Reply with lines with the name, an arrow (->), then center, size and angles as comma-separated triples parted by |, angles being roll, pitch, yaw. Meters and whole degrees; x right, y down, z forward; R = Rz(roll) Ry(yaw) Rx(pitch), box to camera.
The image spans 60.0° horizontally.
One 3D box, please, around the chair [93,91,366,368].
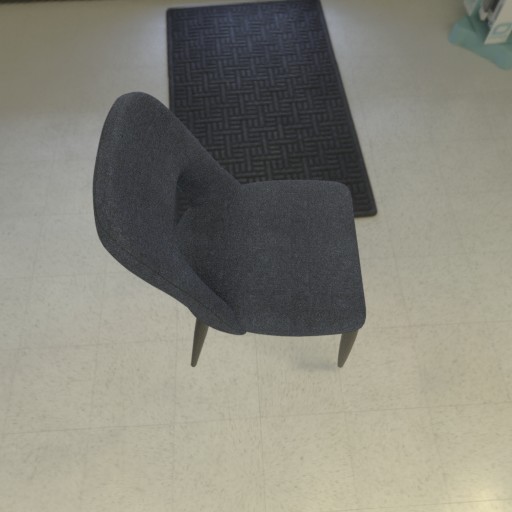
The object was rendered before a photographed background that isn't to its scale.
chair -> 0.000, 0.000, 1.252 | 0.612, 0.931, 0.470 | -1, 63, 0
